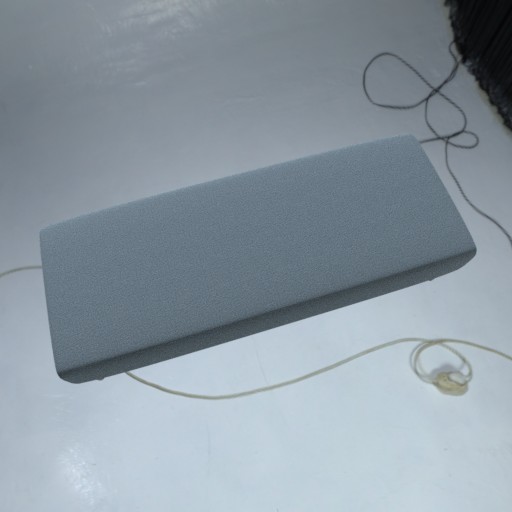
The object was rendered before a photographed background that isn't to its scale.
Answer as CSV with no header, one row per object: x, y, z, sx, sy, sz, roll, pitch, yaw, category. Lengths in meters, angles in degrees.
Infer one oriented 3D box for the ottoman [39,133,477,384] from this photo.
0.000,0.000,1.862,1.609,0.393,0.646,-16,67,-7,ottoman
